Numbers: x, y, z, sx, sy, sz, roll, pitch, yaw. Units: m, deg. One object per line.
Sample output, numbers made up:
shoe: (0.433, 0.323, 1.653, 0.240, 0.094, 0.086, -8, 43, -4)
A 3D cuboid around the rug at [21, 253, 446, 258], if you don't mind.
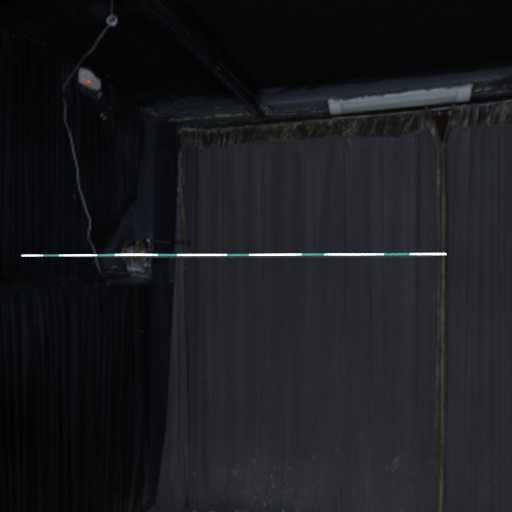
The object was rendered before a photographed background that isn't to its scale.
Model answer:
rug: (0.000, 0.000, 4.119, 3.041, 0.019, 2.434, 0, -1, 18)
